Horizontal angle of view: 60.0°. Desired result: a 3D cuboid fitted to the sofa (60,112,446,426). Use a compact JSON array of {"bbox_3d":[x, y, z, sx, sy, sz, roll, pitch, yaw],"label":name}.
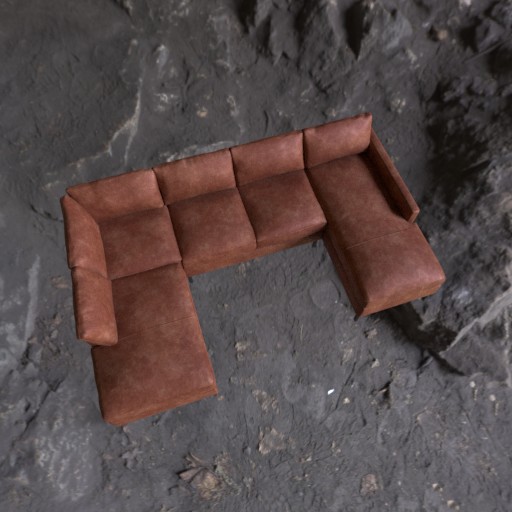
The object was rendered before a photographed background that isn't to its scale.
[{"bbox_3d":[0.000,0.000,3.856,2.956,0.900,1.939,-16,64,-8],"label":"sofa"}]
